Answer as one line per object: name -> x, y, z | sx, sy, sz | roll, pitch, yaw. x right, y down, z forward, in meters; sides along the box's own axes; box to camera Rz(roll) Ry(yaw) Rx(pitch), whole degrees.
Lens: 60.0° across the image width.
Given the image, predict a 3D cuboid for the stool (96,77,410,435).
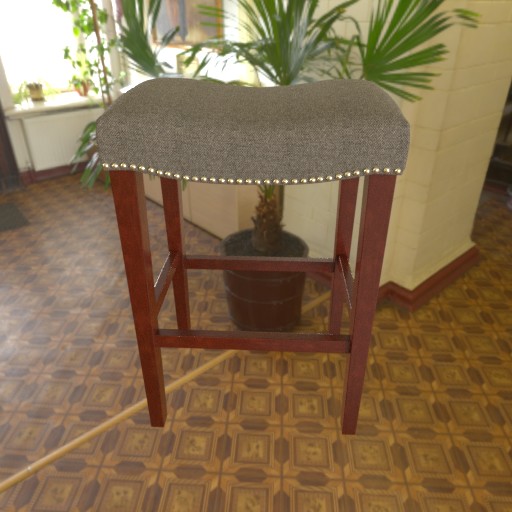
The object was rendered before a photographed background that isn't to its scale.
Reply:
stool -> 0.000, 0.000, 1.012 | 0.504, 0.742, 0.372 | 1, 30, 2
